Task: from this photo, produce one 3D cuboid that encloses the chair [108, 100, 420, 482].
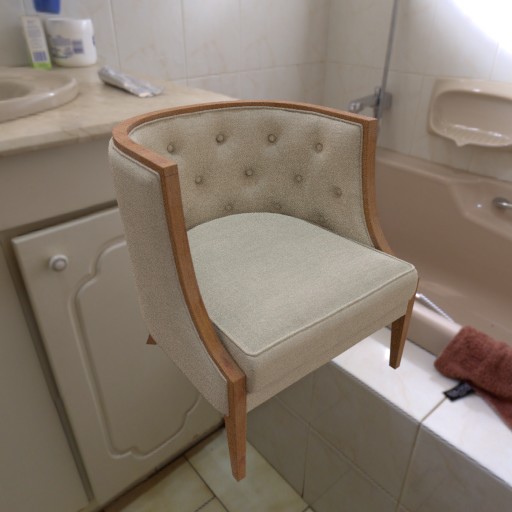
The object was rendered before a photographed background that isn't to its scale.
[{"bbox_3d":[0.000,0.000,1.361,0.711,0.775,0.757,-21,37,-32],"label":"chair"}]
